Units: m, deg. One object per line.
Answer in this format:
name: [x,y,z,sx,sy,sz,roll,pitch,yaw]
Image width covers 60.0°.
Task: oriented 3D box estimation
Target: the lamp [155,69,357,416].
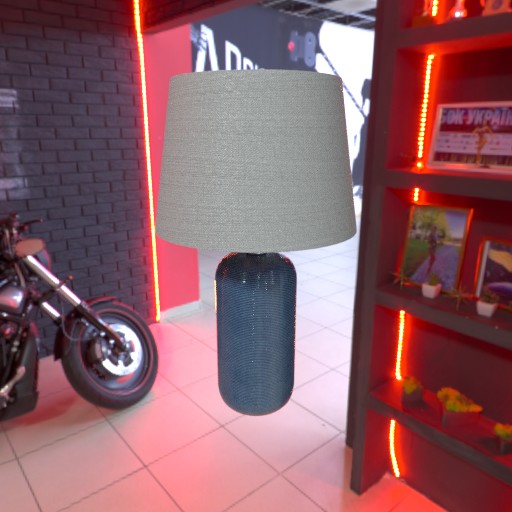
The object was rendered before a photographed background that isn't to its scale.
lamp: [0.000,0.000,0.579,0.253,0.428,0.253,0,16,0]
